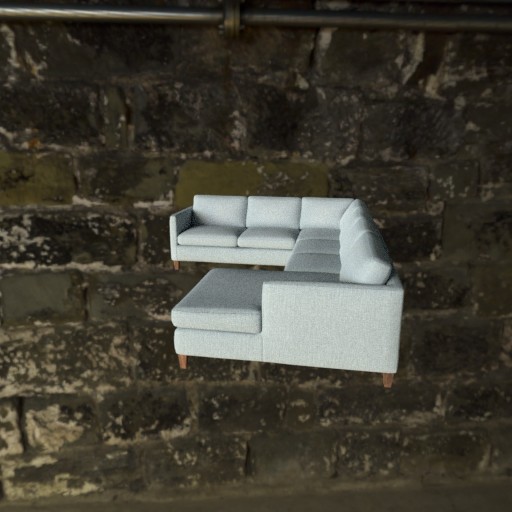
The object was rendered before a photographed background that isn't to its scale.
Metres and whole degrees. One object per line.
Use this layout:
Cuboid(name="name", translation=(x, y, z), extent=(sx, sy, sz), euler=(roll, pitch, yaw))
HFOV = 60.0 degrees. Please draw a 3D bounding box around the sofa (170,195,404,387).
Cuboid(name="sofa", translation=(0.000, 0.000, 4.658), extent=(2.551, 0.889, 3.403), euler=(3, 15, 10))
